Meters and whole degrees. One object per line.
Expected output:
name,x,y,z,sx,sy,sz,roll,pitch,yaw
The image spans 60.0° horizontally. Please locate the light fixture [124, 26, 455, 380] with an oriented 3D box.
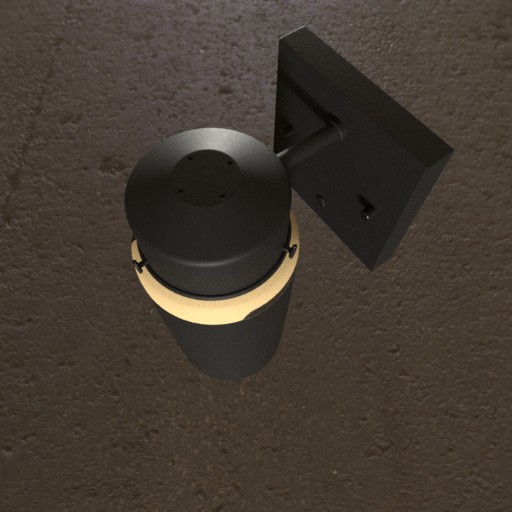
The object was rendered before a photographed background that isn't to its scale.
light fixture,0.000,0.000,0.356,0.176,0.257,0.130,-33,67,-16
